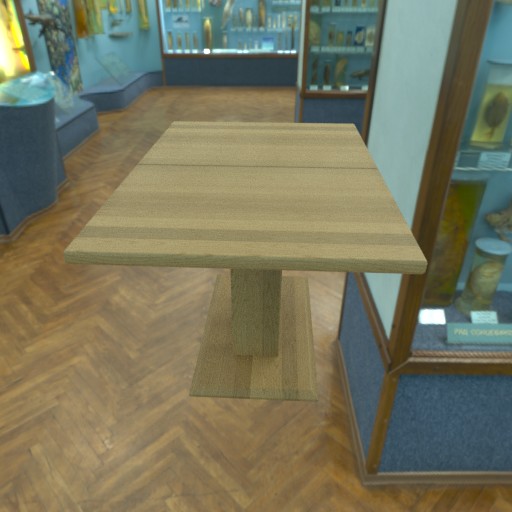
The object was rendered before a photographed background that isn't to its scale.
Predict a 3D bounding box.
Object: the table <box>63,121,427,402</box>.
[{"bbox_3d":[0.000,0.000,1.834,0.900,0.770,1.300,2,31,3],"label":"table"}]
